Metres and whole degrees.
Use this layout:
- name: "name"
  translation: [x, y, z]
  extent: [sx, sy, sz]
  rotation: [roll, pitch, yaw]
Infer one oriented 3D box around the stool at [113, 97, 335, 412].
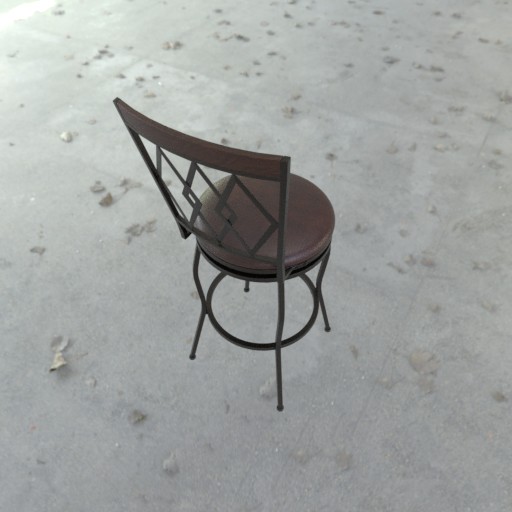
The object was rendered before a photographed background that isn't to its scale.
- name: "stool"
  translation: [0.000, 0.000, 1.390]
  extent: [0.432, 1.134, 0.521]
  rotation: [24, 51, 21]
